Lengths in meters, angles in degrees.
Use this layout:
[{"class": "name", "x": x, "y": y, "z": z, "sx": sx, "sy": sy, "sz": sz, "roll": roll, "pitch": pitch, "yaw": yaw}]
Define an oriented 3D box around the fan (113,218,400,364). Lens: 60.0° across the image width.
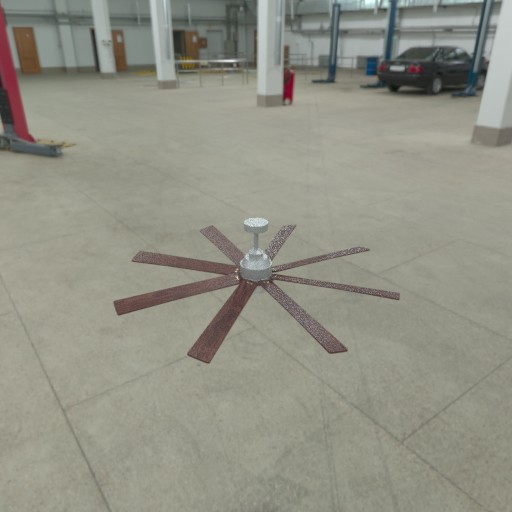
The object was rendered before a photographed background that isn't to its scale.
[{"class": "fan", "x": 0.000, "y": 0.000, "z": 2.880, "sx": 1.830, "sy": 0.472, "sz": 1.830, "roll": 8, "pitch": 27, "yaw": 16}]
